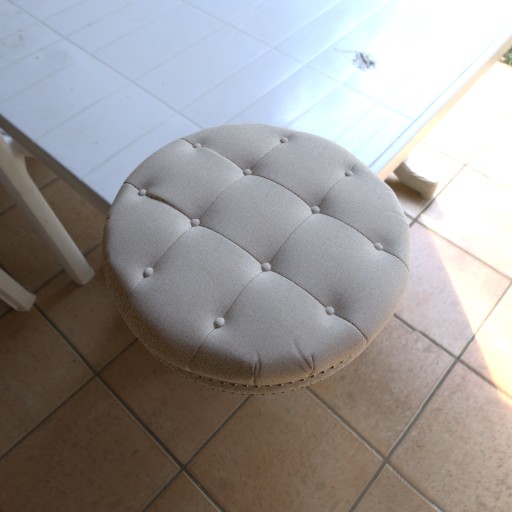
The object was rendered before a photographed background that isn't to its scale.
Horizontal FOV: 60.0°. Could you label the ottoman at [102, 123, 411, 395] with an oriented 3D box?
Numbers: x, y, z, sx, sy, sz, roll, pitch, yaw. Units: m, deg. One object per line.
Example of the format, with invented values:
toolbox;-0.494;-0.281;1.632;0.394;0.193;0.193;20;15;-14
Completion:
ottoman;0.000;0.000;1.484;0.940;0.483;0.940;0;57;0
